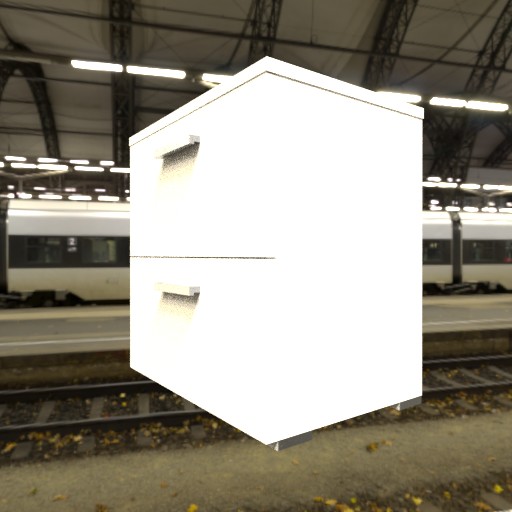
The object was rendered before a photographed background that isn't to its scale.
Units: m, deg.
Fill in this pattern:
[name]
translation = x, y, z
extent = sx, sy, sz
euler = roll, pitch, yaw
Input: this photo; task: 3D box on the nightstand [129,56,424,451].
[nightstand]
translation = 0.000, 0.000, 0.774
extent = 0.325, 0.460, 0.441
euler = 0, 0, -36
